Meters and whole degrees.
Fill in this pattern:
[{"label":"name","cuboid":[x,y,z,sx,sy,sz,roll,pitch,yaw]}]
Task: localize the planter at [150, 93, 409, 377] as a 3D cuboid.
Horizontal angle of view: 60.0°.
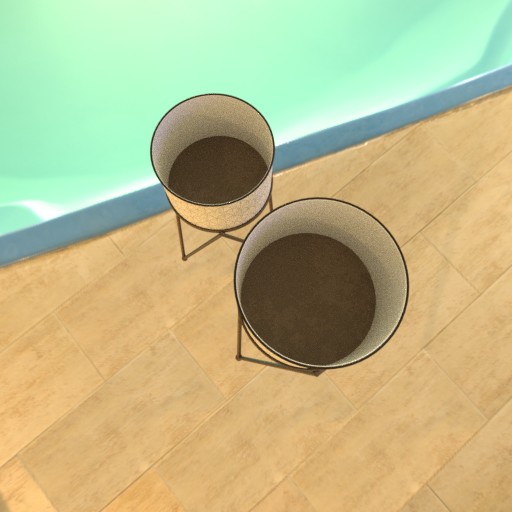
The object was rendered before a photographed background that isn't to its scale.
[{"label":"planter","cuboid":[0.000,0.000,1.215,0.413,0.712,0.769,-33,78,-8]}]
